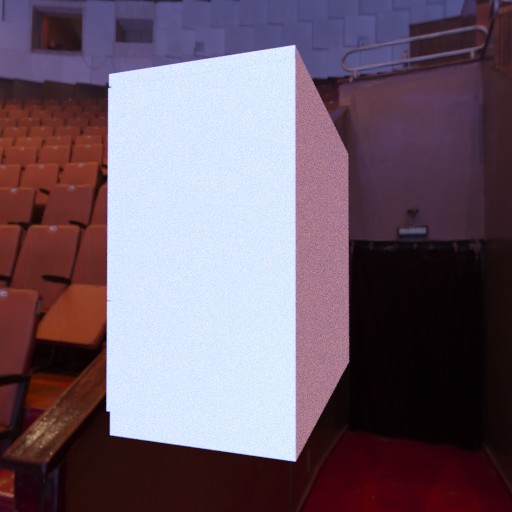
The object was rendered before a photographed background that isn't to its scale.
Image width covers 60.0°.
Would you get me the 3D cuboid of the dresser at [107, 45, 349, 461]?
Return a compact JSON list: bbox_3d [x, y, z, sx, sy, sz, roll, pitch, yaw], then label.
[{"bbox_3d":[0.000,0.000,1.246,0.420,0.740,0.830,0,-1,18],"label":"dresser"}]
